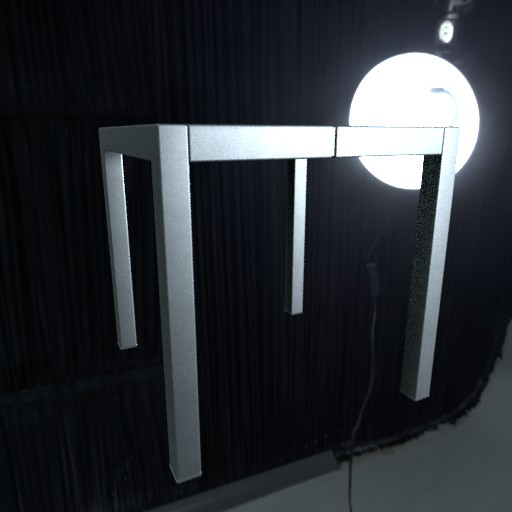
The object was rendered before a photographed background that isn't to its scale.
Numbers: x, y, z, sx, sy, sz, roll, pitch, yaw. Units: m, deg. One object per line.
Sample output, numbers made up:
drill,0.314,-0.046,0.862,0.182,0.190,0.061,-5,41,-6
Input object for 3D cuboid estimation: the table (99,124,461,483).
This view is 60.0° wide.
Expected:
table,0.000,0.000,0.910,0.508,0.508,0.508,-8,17,-25
